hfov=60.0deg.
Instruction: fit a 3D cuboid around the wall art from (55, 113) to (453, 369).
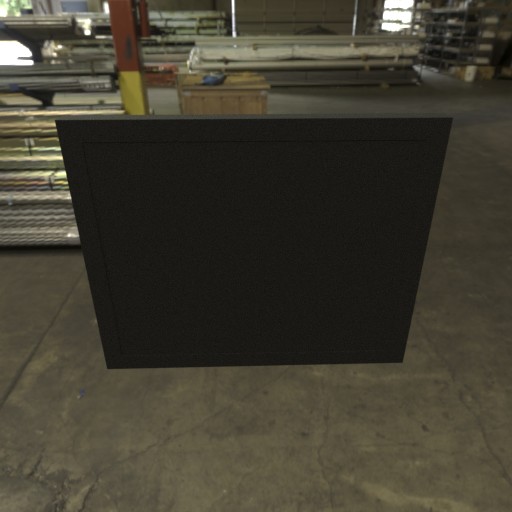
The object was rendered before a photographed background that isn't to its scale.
[{"bbox_3d":[0.000,0.000,0.538,0.404,0.329,0.024,-1,28,-2],"label":"wall art"}]
